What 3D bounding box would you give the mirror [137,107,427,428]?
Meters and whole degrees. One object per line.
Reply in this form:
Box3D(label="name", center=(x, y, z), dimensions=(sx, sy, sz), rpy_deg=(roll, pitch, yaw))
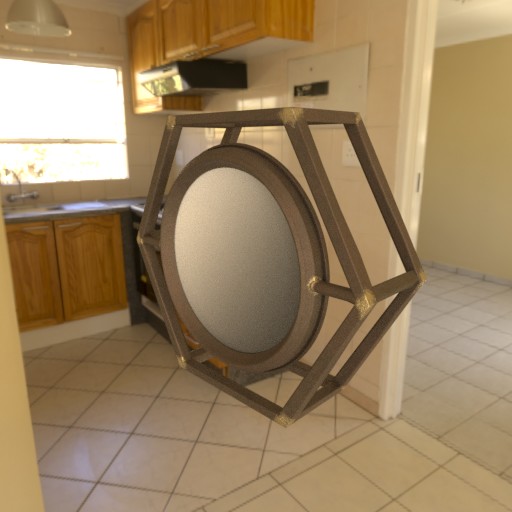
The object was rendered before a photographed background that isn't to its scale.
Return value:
Box3D(label="mirror", center=(0.000, 0.000, 0.547), dimensions=(0.380, 0.334, 0.119), rpy_deg=(14, 20, 43))
